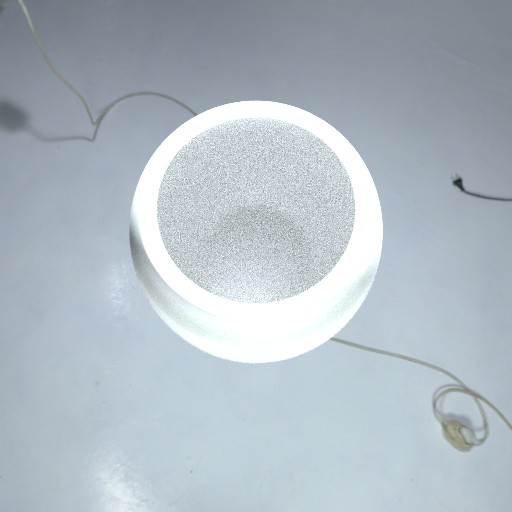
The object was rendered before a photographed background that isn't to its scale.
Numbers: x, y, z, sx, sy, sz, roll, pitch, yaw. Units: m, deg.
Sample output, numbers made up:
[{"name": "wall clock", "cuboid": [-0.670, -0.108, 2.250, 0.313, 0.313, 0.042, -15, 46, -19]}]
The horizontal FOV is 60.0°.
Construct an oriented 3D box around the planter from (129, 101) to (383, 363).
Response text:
[{"name": "planter", "cuboid": [0.000, 0.000, 0.342, 0.161, 0.224, 0.161, 0, 76, 0]}]
